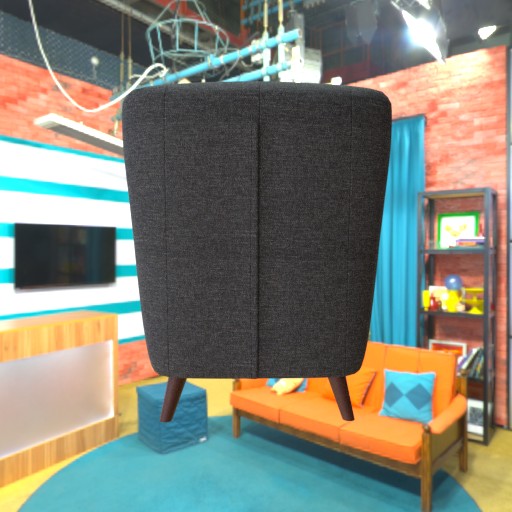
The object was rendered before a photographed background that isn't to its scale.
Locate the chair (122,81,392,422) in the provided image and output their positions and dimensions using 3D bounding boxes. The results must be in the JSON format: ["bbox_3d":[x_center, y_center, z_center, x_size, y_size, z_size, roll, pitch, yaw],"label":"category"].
[{"bbox_3d":[0.000,0.000,1.730,0.878,1.063,0.904,0,0,-1],"label":"chair"}]
